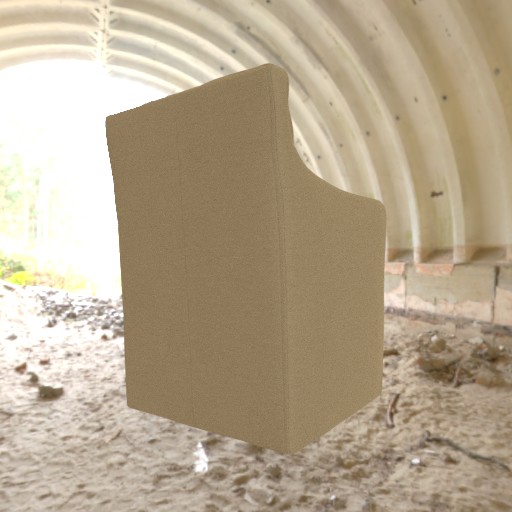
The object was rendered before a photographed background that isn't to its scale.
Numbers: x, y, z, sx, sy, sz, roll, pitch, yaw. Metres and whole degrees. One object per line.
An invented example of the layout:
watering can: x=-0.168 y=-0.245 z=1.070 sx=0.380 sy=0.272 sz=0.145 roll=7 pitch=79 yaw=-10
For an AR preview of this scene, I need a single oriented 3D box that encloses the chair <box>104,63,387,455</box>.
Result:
chair: x=0.000 y=0.000 z=1.371 sx=0.626 sy=0.914 sz=0.694 roll=0 pitch=-1 yaw=36
